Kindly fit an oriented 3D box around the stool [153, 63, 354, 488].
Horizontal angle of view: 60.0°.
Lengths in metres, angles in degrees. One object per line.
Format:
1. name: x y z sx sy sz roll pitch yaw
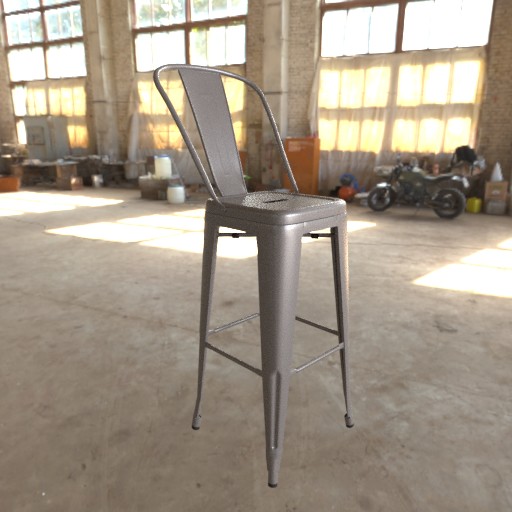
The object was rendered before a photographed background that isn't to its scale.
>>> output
1. stool: 0.000 0.000 1.311 0.399 1.096 0.513 -15 21 -42
